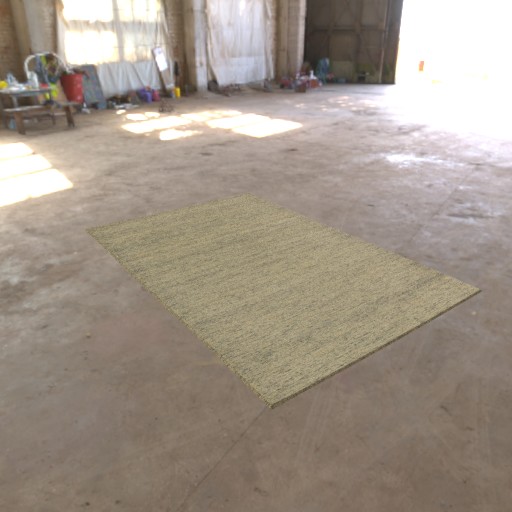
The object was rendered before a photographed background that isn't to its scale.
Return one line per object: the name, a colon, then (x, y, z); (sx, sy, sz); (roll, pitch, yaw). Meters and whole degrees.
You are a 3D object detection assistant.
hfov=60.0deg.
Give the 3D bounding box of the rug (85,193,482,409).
rug: (0.000, 0.000, 2.371); (1.243, 0.014, 1.846); (-18, 31, -32)
